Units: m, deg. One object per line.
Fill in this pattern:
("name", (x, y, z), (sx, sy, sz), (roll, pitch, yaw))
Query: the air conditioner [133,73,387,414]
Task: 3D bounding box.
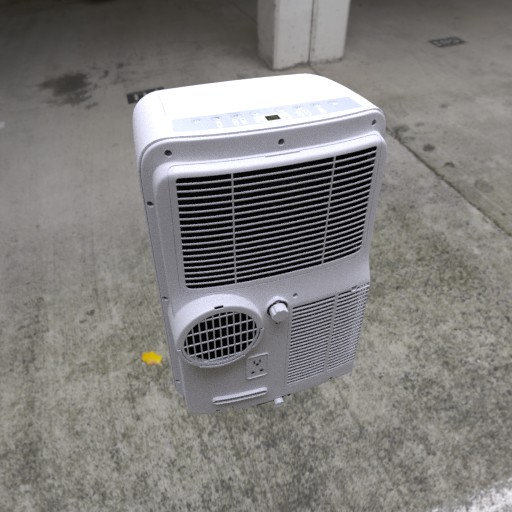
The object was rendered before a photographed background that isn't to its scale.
("air conditioner", (0.000, 0.000, 0.965), (0.454, 0.700, 0.365), (-12, 43, -13))
